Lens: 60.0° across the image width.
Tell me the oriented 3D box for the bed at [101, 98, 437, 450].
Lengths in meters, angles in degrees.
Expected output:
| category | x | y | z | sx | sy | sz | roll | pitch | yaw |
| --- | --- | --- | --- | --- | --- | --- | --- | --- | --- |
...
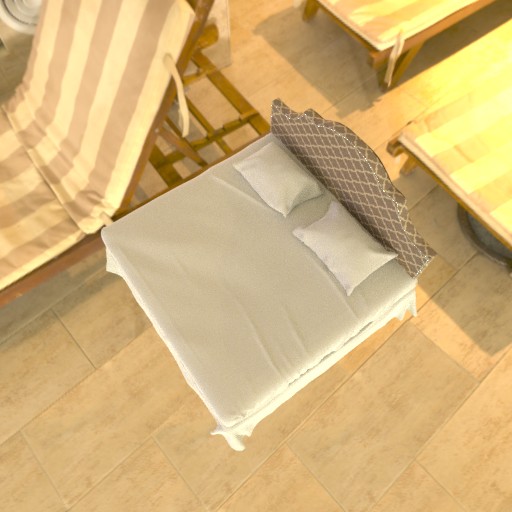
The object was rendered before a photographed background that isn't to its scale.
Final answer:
| category | x | y | z | sx | sy | sz | roll | pitch | yaw |
| --- | --- | --- | --- | --- | --- | --- | --- | --- | --- |
| bed | 0.000 | 0.000 | 3.771 | 2.222 | 1.601 | 2.314 | -33 | 68 | -15 |
